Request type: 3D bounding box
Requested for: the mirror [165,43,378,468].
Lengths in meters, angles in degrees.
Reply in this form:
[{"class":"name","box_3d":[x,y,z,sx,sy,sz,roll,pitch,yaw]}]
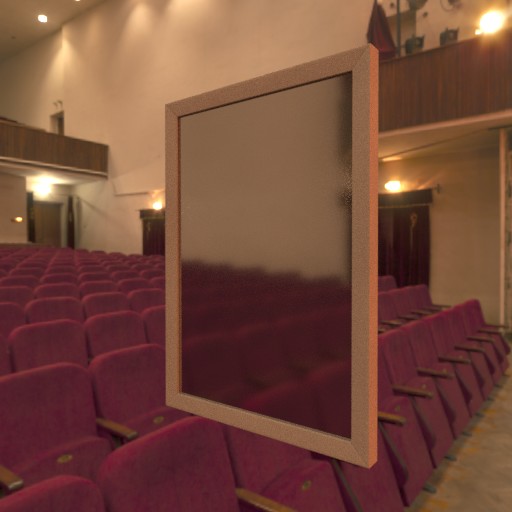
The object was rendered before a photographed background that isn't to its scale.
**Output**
[{"class":"mirror","box_3d":[0.000,0.000,0.908,0.507,0.710,0.040,1,1,37]}]
